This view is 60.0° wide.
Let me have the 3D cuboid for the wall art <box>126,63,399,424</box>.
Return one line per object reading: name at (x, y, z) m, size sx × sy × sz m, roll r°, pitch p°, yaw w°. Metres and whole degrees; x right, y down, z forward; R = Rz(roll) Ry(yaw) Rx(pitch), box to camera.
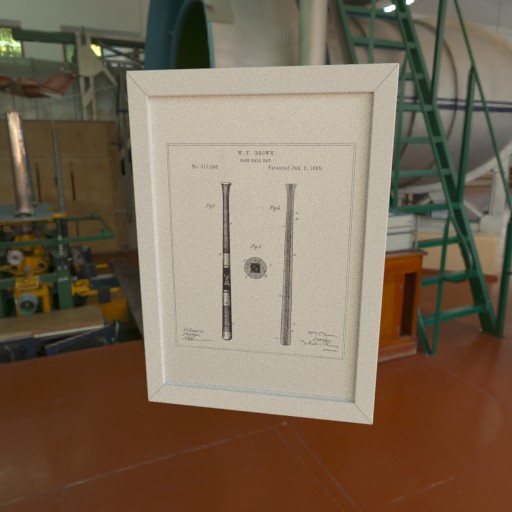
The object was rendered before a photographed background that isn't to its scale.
wall art at (0.000, 0.000, 0.669) m, size 0.374 × 0.529 × 0.012 m, roll 2°, pitch 15°, yaw 10°
